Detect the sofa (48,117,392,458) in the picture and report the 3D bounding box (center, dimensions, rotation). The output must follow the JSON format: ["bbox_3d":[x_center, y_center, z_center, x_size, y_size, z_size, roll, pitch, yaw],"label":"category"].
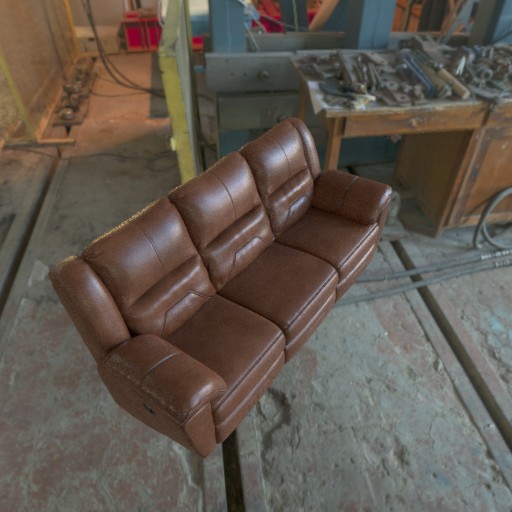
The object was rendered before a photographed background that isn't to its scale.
[{"bbox_3d":[0.000,0.000,2.930,0.991,1.043,2.337,26,48,26],"label":"sofa"}]
